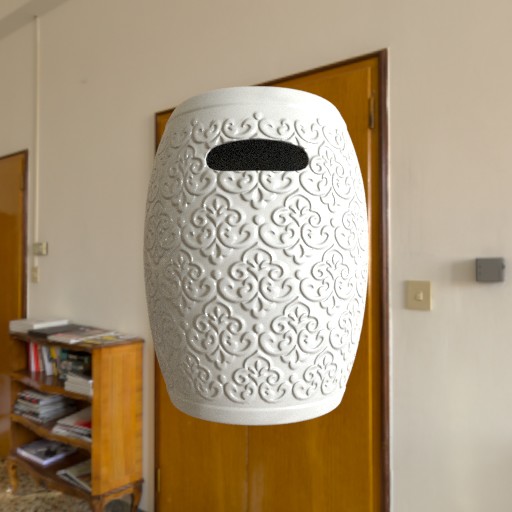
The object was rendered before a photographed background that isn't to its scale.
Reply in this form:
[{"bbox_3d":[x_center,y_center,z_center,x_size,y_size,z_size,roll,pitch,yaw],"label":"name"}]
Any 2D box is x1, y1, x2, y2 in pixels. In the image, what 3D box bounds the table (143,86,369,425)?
[{"bbox_3d":[0.000,0.000,0.628,0.309,0.397,0.309,0,-1,0],"label":"table"}]
